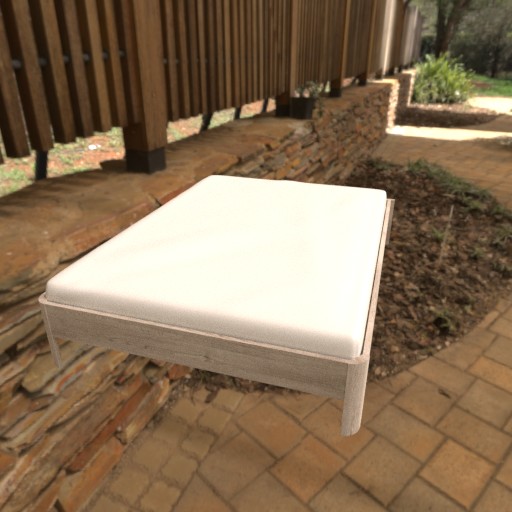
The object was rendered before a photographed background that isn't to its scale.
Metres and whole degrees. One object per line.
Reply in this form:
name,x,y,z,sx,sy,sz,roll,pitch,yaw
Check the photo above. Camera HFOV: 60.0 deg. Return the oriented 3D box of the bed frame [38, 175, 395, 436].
bed frame,0.000,0.000,2.631,1.490,0.462,1.950,8,27,16
